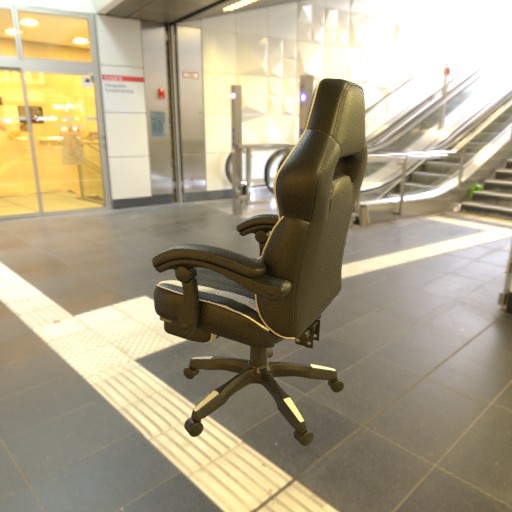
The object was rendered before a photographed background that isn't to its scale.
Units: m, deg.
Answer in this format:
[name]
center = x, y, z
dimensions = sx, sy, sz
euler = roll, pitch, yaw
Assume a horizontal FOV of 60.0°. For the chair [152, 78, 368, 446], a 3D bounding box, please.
[chair]
center = 0.000, 0.000, 1.651
dimensions = 0.700, 1.200, 0.676
euler = 8, 18, 26
